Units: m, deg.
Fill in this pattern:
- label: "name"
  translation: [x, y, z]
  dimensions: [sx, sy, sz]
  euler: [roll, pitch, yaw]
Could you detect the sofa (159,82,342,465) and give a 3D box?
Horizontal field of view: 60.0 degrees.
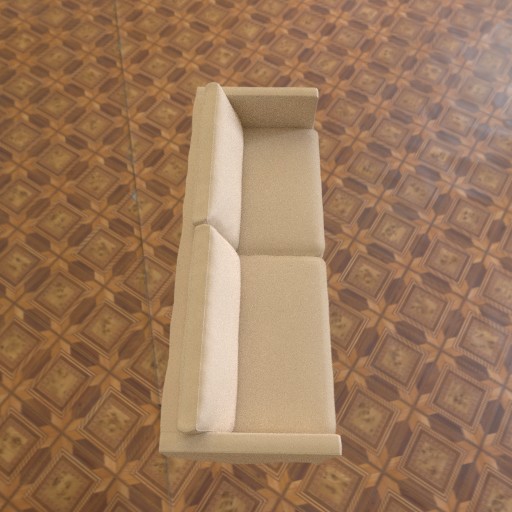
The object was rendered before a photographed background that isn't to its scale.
- label: "sofa"
  translation: [0.000, 0.000, 3.296]
  dimensions: [1.036, 0.999, 2.779]
  euler: [1, 63, 0]
